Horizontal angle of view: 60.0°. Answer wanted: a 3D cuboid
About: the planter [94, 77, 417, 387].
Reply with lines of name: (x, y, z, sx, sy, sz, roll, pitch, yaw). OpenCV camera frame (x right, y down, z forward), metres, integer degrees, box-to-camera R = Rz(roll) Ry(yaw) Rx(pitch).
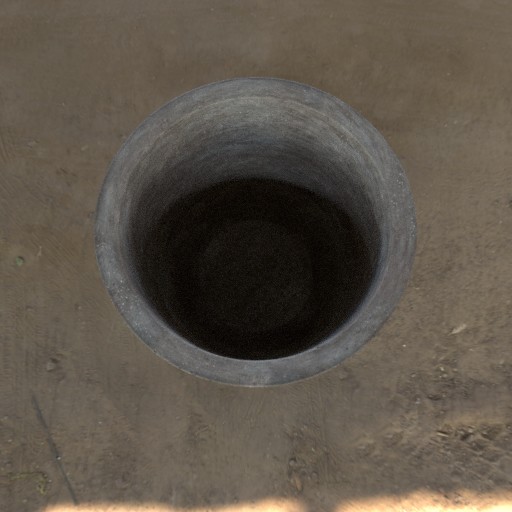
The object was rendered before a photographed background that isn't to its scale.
planter: (0.000, 0.000, 0.227, 0.122, 0.128, 0.122, 0, 78, 0)
